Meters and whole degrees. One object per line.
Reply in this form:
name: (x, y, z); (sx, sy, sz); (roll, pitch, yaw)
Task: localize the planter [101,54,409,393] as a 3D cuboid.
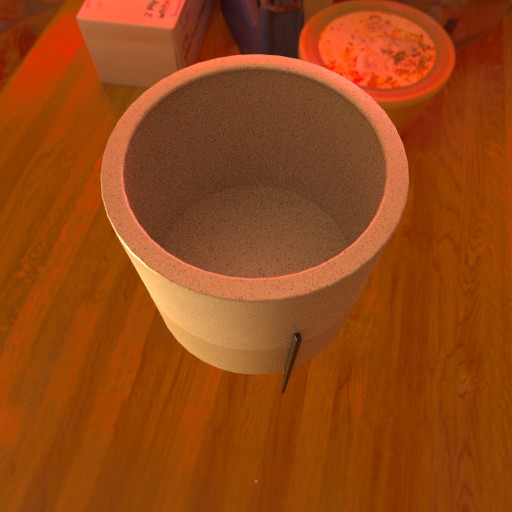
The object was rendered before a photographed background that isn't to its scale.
planter: (0.000, 0.000, 0.727); (0.359, 0.484, 0.368); (-15, 64, -7)
